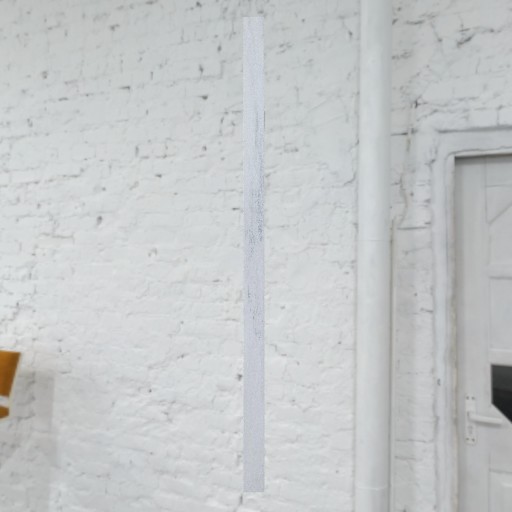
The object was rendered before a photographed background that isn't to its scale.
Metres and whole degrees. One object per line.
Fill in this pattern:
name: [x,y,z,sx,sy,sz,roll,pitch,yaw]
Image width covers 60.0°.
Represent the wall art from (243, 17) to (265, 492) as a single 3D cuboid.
wall art: [0.000,0.000,1.163,0.043,0.914,0.624,0,-2,1]
